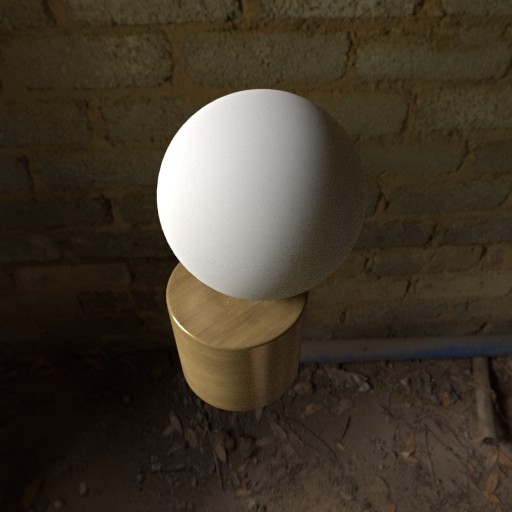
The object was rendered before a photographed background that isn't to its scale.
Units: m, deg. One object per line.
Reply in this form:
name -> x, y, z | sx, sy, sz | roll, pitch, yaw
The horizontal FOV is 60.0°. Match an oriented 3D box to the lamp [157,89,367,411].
lamp -> 0.000, 0.000, 0.344 | 0.152, 0.250, 0.141 | -33, 55, -27
